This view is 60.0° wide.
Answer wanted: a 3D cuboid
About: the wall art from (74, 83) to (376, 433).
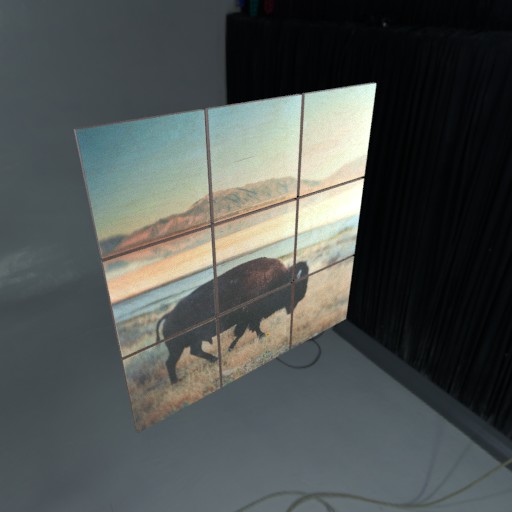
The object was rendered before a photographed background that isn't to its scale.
[{"bbox_3d":[0.000,0.000,1.344,0.906,0.904,0.018,-21,36,-32],"label":"wall art"}]
